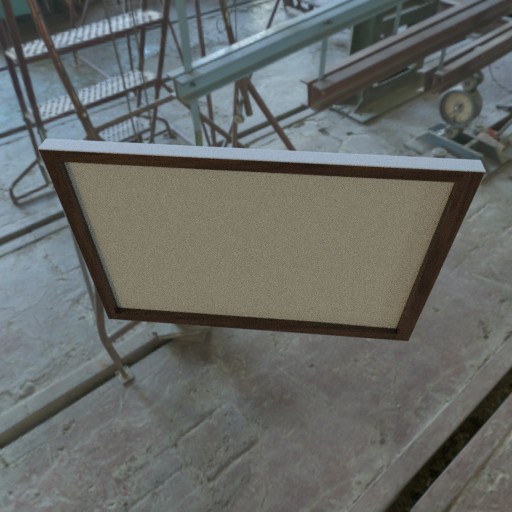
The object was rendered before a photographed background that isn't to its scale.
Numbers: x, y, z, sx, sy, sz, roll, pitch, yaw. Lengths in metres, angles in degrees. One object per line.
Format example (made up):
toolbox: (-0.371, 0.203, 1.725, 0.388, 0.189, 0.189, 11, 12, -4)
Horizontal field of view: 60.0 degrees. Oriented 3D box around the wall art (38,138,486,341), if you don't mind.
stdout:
wall art: (0.000, 0.000, 1.416, 1.138, 0.761, 0.051, 4, 47, 3)
